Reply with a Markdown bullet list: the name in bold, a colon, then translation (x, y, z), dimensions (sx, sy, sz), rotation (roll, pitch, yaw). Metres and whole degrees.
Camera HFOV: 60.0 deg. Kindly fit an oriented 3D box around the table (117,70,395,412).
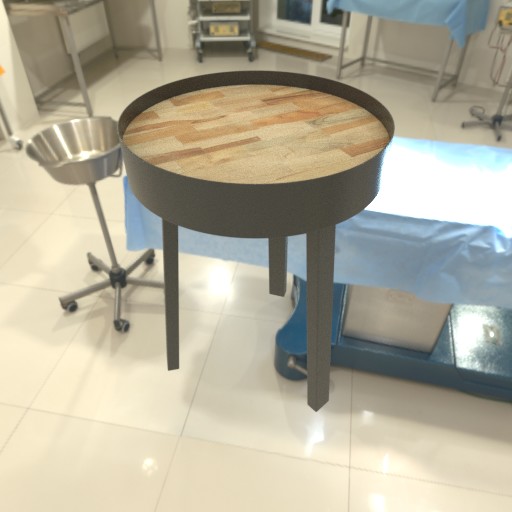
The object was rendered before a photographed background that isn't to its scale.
- **table**: translation (0.000, 0.000, 0.848), dimensions (0.406, 0.559, 0.406), rotation (0, 40, 0)
